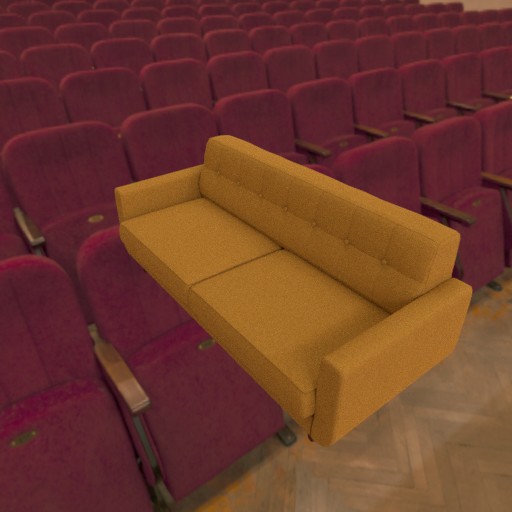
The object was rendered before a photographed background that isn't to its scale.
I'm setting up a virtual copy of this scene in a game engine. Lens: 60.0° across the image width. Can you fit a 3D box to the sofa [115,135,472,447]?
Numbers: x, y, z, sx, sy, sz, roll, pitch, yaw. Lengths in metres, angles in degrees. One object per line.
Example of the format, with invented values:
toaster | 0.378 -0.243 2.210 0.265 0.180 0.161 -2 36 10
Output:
sofa | 0.000 0.000 2.501 0.909 0.841 2.029 -22 38 -31
